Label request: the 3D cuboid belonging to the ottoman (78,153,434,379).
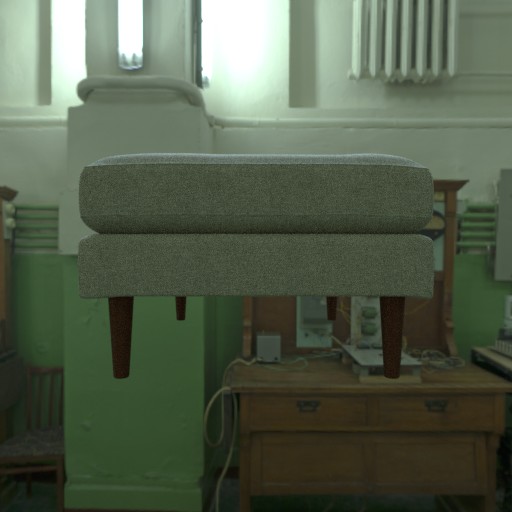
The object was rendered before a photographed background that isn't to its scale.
[{"bbox_3d":[0.000,0.000,1.246,0.693,0.474,0.821,0,1,0],"label":"ottoman"}]
